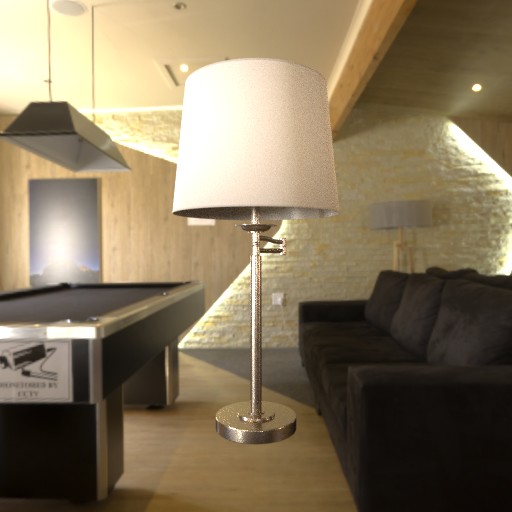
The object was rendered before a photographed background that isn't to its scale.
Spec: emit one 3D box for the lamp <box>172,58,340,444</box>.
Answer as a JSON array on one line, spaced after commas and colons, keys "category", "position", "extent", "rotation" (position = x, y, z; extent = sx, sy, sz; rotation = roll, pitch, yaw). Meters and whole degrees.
[{"category": "lamp", "position": [0.000, 0.000, 0.897], "extent": [0.333, 0.696, 0.333], "rotation": [0, 1, 0]}]
